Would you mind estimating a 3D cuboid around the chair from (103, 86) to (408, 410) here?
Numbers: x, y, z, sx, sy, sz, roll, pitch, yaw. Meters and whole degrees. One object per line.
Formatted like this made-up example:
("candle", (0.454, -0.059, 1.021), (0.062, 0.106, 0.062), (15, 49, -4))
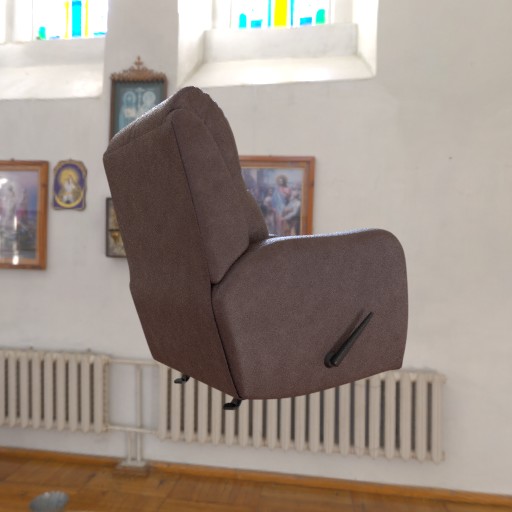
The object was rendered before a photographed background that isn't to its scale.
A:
("chair", (0.000, 0.000, 1.851), (1.067, 1.067, 0.865), (0, 0, -36))
